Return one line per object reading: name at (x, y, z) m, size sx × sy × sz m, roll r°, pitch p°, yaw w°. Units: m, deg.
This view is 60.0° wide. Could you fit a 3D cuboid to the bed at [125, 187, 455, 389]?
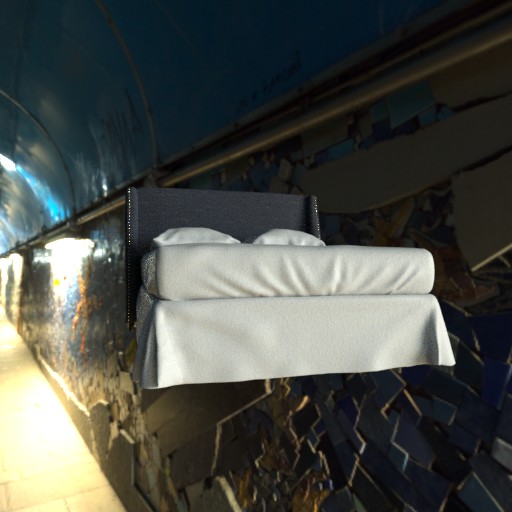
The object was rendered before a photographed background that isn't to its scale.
bed at (0.000, 0.000, 3.380) m, size 1.925 × 1.332 × 2.276 m, roll 0°, pitch -1°, yaw -16°
